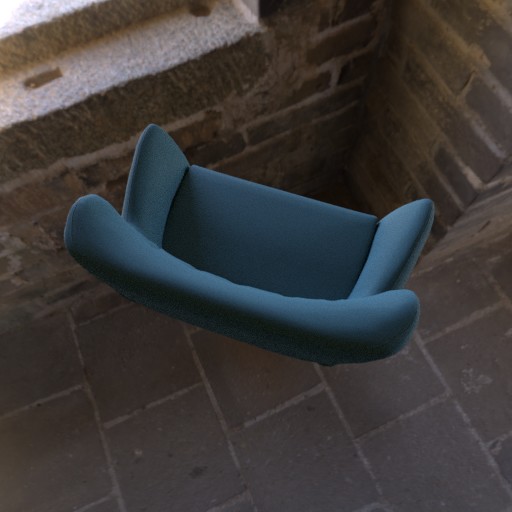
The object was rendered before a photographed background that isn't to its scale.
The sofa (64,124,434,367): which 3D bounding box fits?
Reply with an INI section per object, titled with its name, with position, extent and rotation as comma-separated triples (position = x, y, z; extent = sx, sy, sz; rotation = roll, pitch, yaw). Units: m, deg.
[sofa]
position = 0.000, 0.000, 2.022
extent = 1.397, 0.889, 0.889
rotation = 17, 66, 8
